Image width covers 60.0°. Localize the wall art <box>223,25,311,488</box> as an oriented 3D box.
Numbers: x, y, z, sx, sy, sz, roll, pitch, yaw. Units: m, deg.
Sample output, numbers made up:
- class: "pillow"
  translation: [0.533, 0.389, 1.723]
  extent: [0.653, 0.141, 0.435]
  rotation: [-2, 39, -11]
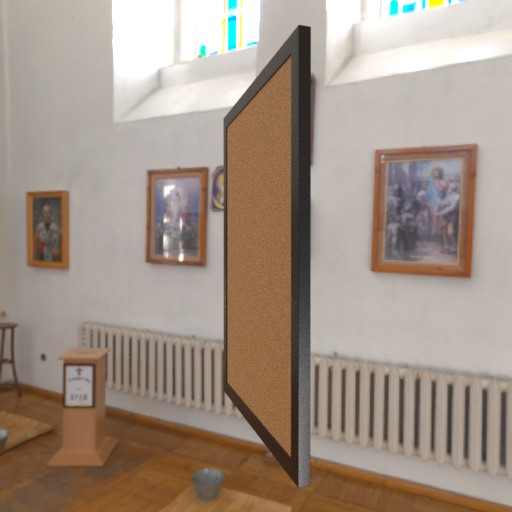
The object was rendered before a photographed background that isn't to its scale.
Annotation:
- class: "wall art"
  translation: [0.000, 0.000, 0.560]
  extent: [0.013, 0.432, 0.304]
  rotation: [0, 1, -17]
